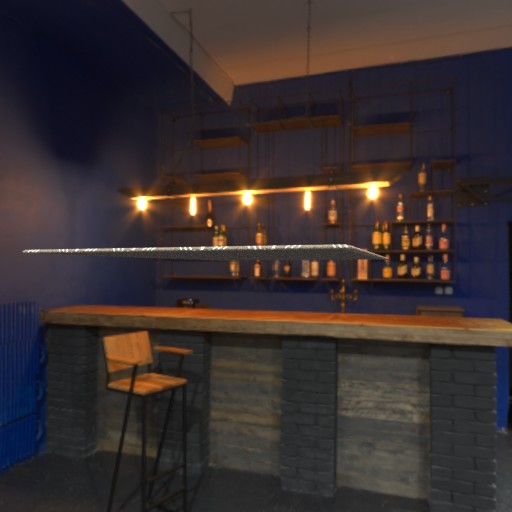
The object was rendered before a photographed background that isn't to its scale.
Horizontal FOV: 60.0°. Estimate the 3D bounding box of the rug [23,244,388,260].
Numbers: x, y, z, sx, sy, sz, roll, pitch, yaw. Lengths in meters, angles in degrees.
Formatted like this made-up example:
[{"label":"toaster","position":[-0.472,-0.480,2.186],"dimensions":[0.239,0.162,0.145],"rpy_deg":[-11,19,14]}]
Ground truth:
[{"label":"rug","position":[0.000,0.000,2.341],"dimensions":[1.239,0.012,1.836],"rpy_deg":[-1,-2,20]}]
